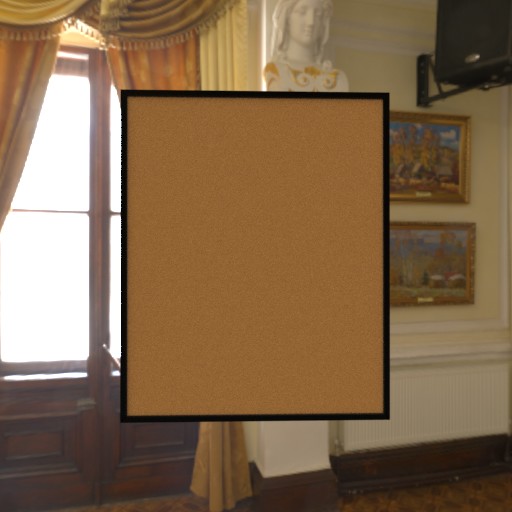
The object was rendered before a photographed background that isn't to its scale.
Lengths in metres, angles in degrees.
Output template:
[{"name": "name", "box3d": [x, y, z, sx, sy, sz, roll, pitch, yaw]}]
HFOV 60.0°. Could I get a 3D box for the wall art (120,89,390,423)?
[{"name": "wall art", "box3d": [0.000, 0.000, 0.761, 0.451, 0.553, 0.039, 0, 0, -2]}]
